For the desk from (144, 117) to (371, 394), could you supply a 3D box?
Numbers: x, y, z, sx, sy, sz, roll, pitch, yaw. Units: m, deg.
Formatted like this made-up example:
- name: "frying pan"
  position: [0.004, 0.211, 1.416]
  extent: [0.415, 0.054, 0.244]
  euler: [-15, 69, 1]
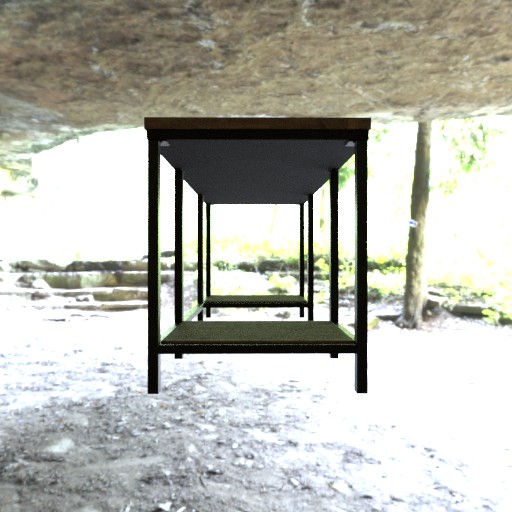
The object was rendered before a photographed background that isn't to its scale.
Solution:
- name: "desk"
  position: [0.000, 0.000, 1.973]
  extent: [0.617, 0.753, 1.538]
  euler: [0, 0, 0]
